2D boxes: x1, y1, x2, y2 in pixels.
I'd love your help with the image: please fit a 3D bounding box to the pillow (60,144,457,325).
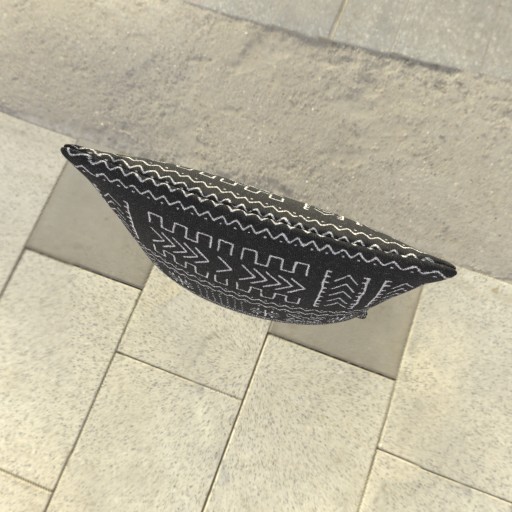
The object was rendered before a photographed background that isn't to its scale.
[{"bbox_3d":[0.000,0.000,0.658,0.438,0.430,0.164,18,77,4],"label":"pillow"}]
